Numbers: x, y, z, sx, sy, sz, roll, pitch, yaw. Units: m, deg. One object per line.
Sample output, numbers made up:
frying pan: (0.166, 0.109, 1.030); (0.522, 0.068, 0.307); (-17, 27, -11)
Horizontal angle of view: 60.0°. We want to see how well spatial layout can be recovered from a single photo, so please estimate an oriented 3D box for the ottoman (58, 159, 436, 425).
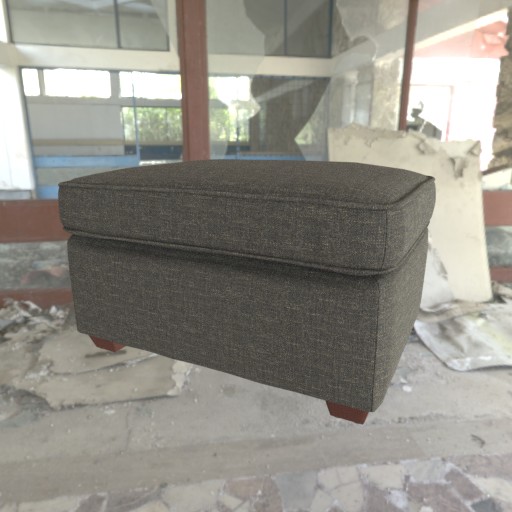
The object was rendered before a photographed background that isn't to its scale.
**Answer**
ottoman: (0.000, 0.000, 1.072); (0.749, 0.450, 0.549); (8, 17, 26)
